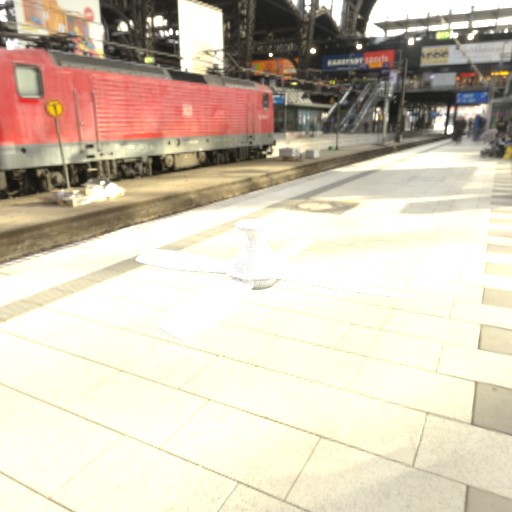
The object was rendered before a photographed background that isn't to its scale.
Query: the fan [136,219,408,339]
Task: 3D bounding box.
[{"bbox_3d":[0.000,0.000,2.548,1.693,0.382,1.694,8,19,25],"label":"fan"}]
